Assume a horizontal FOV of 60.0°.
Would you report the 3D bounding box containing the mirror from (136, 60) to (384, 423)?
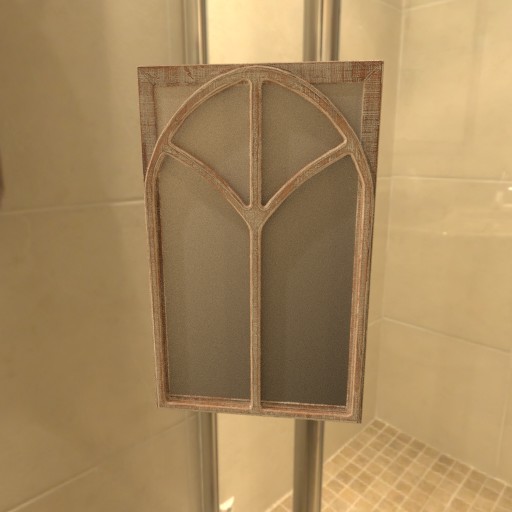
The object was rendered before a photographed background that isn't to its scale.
[{"bbox_3d":[0.000,0.000,0.971,0.495,0.787,0.058,2,13,7],"label":"mirror"}]
